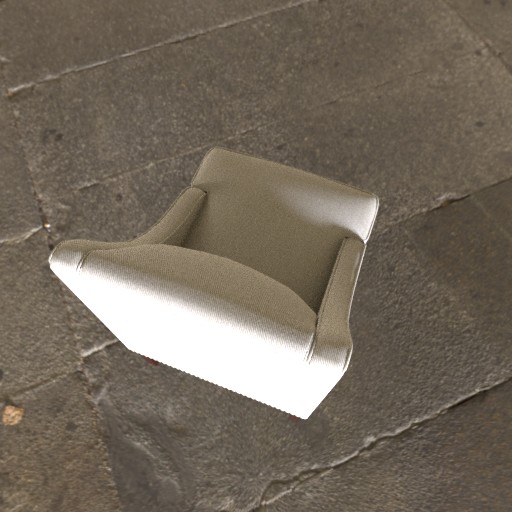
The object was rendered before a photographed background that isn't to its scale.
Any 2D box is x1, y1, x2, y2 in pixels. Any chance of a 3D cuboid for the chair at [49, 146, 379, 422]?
[{"bbox_3d":[0.000,0.000,1.364,0.628,0.872,0.748,19,65,9],"label":"chair"}]
